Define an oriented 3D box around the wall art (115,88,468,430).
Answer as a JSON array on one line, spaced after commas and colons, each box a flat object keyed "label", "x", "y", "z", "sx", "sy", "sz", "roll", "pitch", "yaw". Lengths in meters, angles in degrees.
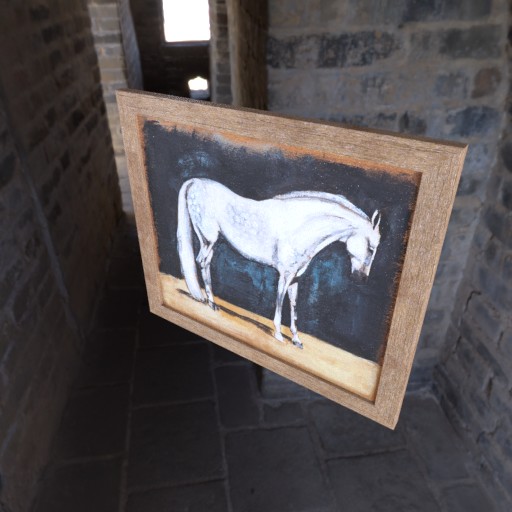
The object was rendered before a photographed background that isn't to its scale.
[{"label": "wall art", "x": 0.000, "y": 0.000, "z": 0.921, "sx": 0.690, "sy": 0.588, "sz": 0.026, "roll": 19, "pitch": 37, "yaw": 28}]
